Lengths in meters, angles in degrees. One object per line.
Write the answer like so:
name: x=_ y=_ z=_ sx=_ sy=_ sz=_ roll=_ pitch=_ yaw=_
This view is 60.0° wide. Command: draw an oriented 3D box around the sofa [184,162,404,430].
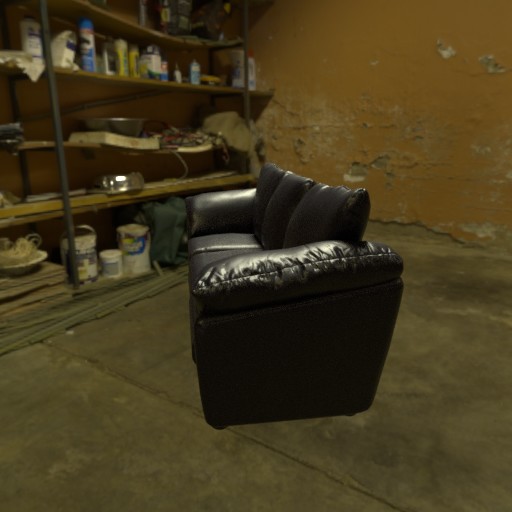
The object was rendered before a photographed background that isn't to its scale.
sofa: x=0.000 y=0.000 z=2.852 sx=0.880 sy=1.073 sz=2.336 roll=-2 pitch=15 yaw=-9
